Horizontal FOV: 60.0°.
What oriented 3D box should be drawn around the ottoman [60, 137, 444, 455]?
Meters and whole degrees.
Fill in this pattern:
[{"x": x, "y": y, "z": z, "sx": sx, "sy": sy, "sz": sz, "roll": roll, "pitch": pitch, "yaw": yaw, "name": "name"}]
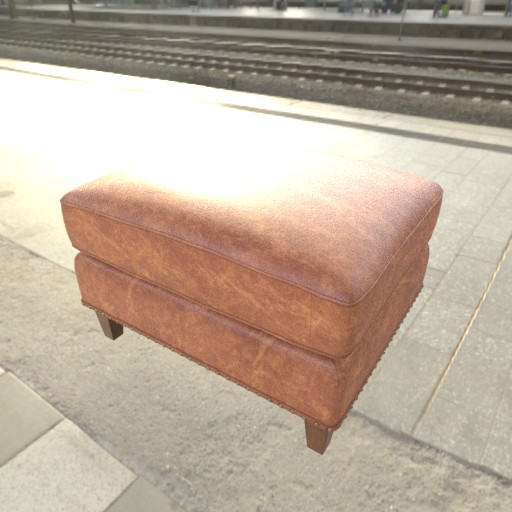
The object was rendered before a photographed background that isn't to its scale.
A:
[{"x": 0.000, "y": 0.000, "z": 1.135, "sx": 0.742, "sy": 0.486, "sz": 0.586, "roll": 19, "pitch": 36, "yaw": 28, "name": "ottoman"}]
